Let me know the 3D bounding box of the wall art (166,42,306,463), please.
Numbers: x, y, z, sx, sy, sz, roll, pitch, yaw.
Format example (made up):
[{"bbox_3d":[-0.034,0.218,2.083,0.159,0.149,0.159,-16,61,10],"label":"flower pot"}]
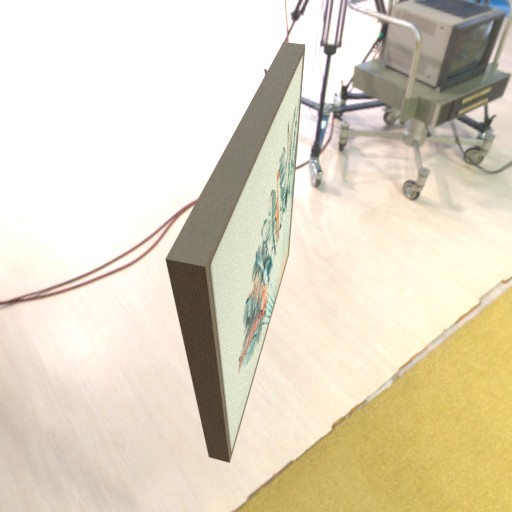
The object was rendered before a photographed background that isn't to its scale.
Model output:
[{"bbox_3d":[0.000,0.000,0.750,0.038,0.506,0.508,11,48,10],"label":"wall art"}]
